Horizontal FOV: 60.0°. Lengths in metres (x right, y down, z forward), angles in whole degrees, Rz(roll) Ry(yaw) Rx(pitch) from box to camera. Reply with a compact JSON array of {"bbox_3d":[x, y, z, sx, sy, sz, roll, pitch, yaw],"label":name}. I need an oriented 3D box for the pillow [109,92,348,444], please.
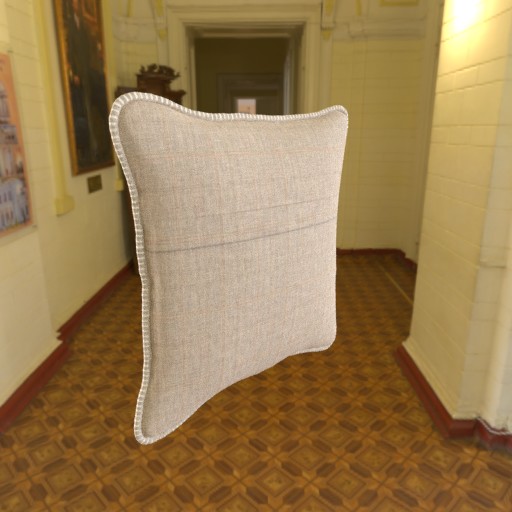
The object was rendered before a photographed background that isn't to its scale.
[{"bbox_3d":[0.000,0.000,0.741,0.485,0.494,0.124,-15,21,-42],"label":"pillow"}]
